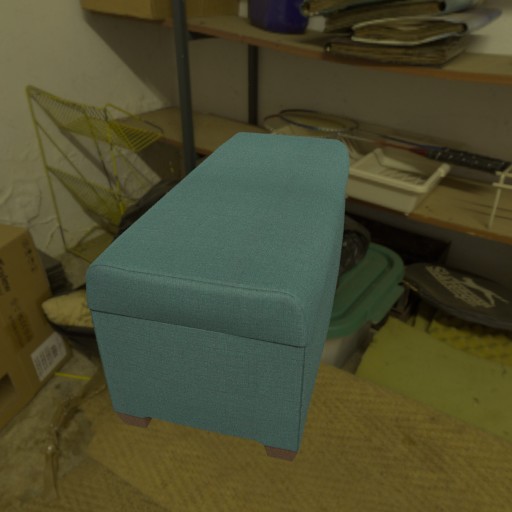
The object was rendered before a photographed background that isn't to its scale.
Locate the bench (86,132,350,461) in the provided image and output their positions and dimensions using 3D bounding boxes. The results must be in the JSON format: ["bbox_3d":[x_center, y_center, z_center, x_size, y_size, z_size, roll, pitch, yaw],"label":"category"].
[{"bbox_3d":[0.000,0.000,1.296,0.476,0.474,0.995,7,31,12],"label":"bench"}]
